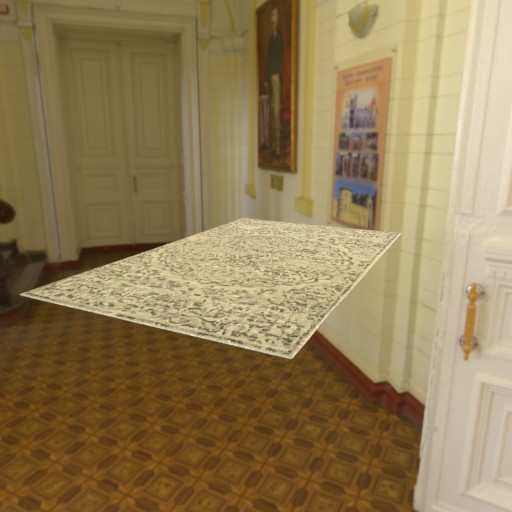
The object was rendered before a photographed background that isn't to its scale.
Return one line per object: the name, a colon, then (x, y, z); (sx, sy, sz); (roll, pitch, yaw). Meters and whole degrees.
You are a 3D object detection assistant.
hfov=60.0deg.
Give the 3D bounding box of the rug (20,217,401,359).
rug: (0.000, 0.000, 3.031); (1.527, 0.021, 2.447); (8, 17, 26)
